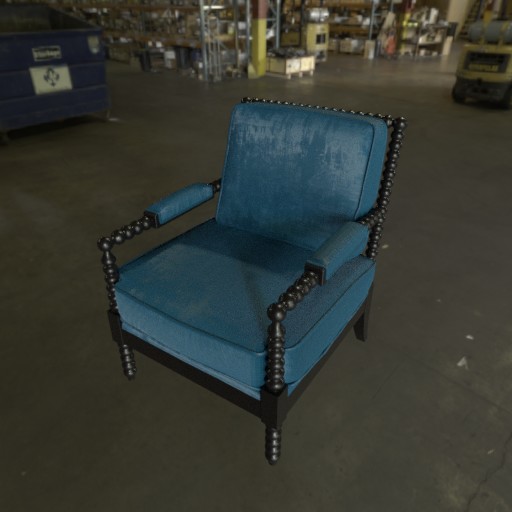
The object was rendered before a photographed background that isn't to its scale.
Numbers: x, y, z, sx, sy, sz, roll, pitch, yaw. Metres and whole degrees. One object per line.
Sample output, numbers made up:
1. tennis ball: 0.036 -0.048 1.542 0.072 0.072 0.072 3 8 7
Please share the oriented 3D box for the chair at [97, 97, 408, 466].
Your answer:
1. chair: 0.000 0.000 1.478 0.688 0.857 0.805 19 35 29
